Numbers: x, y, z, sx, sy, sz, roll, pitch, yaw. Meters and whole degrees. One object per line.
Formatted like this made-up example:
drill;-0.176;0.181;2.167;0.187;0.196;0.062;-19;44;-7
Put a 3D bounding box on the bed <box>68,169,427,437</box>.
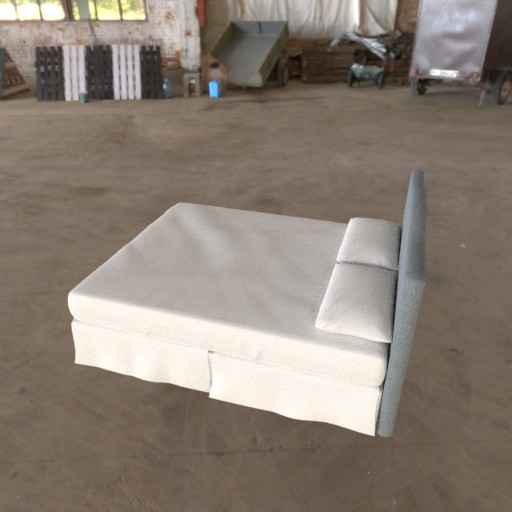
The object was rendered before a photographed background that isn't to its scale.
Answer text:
bed;0.000;0.000;4.019;2.689;1.457;2.161;9;31;16
